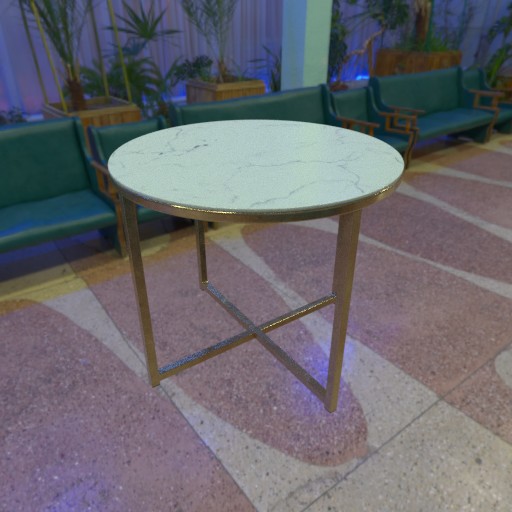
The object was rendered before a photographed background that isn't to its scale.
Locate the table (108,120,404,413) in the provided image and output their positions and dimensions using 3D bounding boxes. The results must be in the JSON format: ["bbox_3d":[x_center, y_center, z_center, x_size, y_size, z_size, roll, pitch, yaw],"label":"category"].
[{"bbox_3d":[0.000,0.000,0.881,0.500,0.420,0.500,0,30,0],"label":"table"}]
